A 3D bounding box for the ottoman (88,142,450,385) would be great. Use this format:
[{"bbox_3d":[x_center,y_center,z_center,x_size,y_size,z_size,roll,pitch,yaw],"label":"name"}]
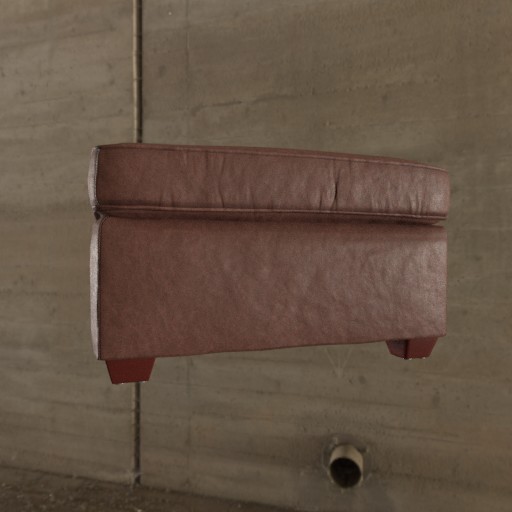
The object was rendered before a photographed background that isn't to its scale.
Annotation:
[{"bbox_3d":[0.000,0.000,1.076,0.749,0.449,0.548,0,0,-18],"label":"ottoman"}]
